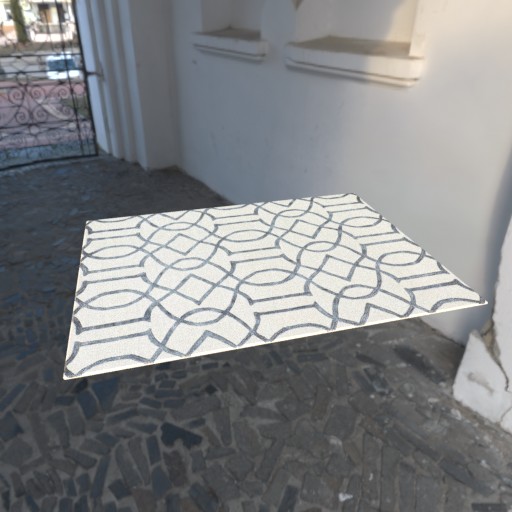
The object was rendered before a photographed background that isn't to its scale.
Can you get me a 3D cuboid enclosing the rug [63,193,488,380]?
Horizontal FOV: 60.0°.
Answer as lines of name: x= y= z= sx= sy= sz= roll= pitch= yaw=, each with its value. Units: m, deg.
rug: x=0.000 y=0.000 z=3.820 sx=2.910 sy=0.021 sz=2.211 roll=-8 pitch=31 yaw=-13
